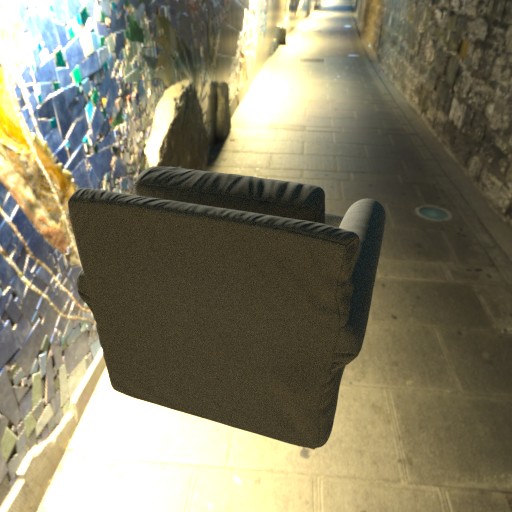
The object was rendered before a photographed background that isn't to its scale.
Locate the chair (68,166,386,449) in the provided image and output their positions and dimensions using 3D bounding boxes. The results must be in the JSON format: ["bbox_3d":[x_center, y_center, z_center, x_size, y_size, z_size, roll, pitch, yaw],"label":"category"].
[{"bbox_3d":[0.000,0.000,1.765,0.940,0.866,1.066,10,33,16],"label":"chair"}]
